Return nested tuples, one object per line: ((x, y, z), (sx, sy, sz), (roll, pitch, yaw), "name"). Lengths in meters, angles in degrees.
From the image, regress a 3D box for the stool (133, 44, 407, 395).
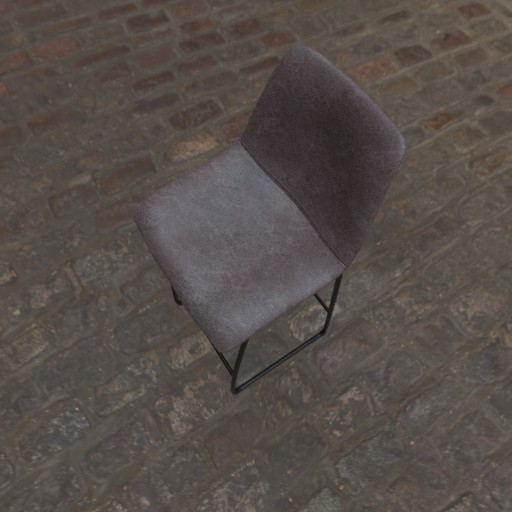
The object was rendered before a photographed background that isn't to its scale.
((0.000, 0.000, 1.391), (0.561, 1.082, 0.514), (-31, 67, -15), "stool")
